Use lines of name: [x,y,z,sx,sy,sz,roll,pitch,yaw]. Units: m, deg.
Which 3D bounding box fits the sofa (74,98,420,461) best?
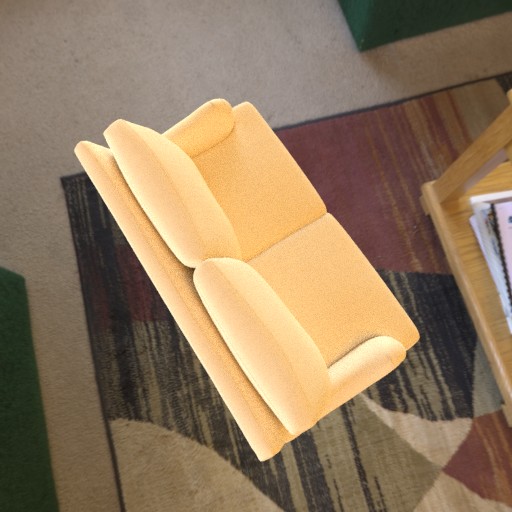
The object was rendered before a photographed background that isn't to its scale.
sofa: [0.000,0.000,2.577,1.084,1.101,1.853,-32,78,-8]
